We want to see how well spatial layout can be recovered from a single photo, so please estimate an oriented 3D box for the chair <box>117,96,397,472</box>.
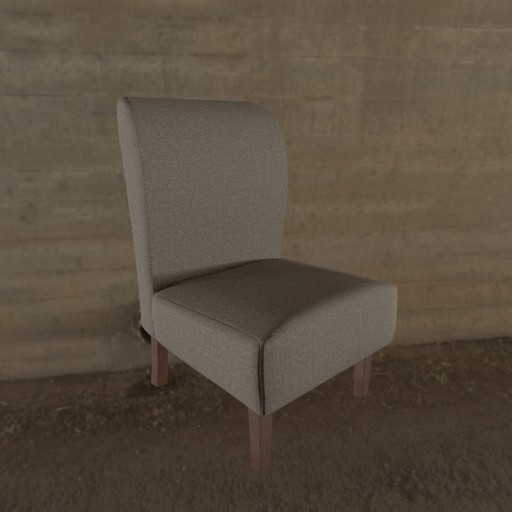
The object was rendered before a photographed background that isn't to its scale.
[{"bbox_3d":[0.000,0.000,1.175,0.513,0.804,0.592,-15,23,-41],"label":"chair"}]
